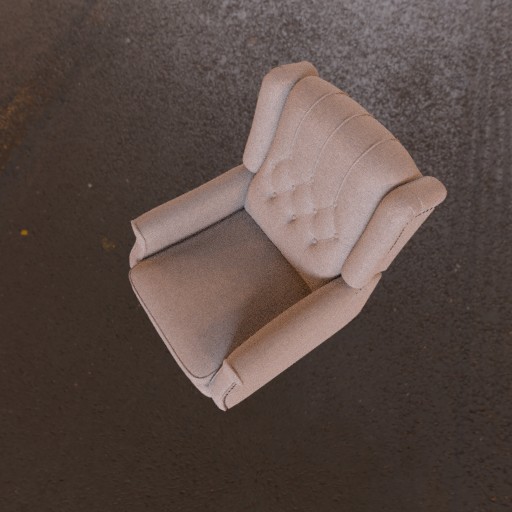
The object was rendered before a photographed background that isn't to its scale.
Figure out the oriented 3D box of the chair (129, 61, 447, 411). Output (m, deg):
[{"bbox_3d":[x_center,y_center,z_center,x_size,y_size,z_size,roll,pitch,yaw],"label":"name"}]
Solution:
[{"bbox_3d":[0.000,0.000,1.670,0.902,1.035,0.742,-32,68,-15],"label":"chair"}]
